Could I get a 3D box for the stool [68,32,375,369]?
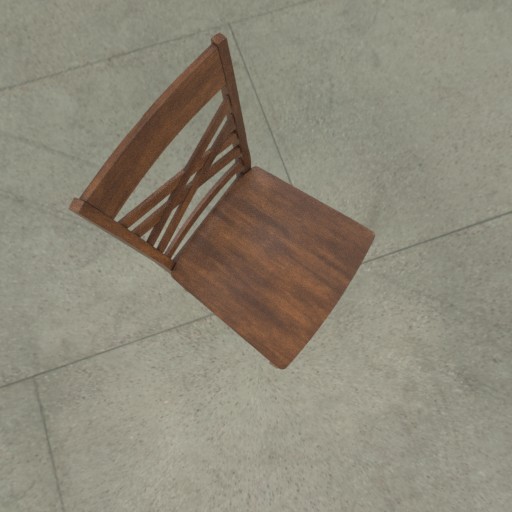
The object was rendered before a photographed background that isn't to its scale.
[{"bbox_3d":[0.000,0.000,1.335,0.539,1.079,0.462,35,79,8],"label":"stool"}]
